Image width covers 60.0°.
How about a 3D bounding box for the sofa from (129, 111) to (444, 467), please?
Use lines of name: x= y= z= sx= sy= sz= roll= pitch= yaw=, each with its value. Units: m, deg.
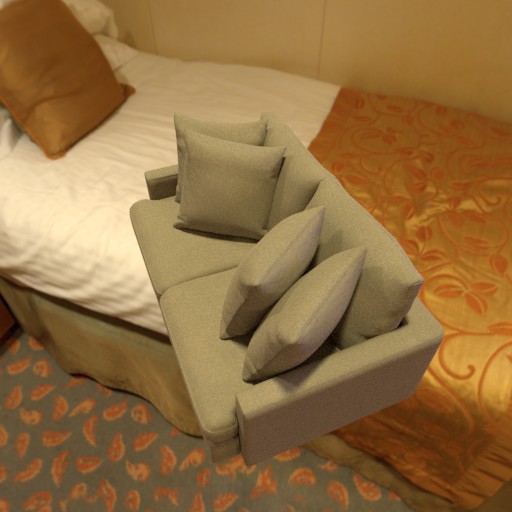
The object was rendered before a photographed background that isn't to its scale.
sofa: x=0.000 y=0.000 z=2.617 sx=1.228 sy=1.080 sz=1.869 roll=-17 pitch=49 yaw=-15
